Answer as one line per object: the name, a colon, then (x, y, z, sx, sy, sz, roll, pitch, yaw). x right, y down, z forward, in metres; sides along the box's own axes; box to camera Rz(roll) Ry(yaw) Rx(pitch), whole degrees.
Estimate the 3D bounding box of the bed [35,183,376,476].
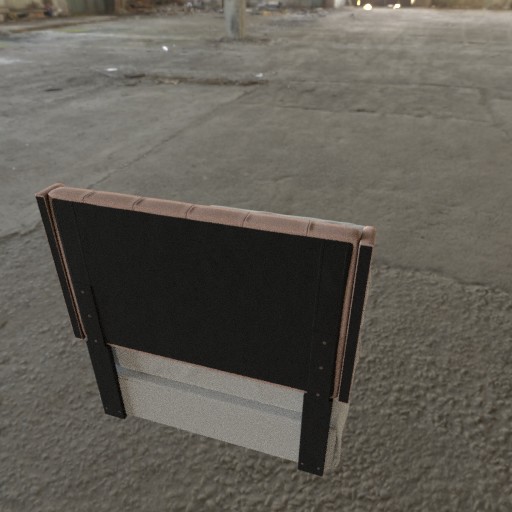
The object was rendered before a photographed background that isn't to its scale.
bed: (0.000, 0.000, 3.293, 1.719, 1.665, 2.066, 9, 33, 15)
